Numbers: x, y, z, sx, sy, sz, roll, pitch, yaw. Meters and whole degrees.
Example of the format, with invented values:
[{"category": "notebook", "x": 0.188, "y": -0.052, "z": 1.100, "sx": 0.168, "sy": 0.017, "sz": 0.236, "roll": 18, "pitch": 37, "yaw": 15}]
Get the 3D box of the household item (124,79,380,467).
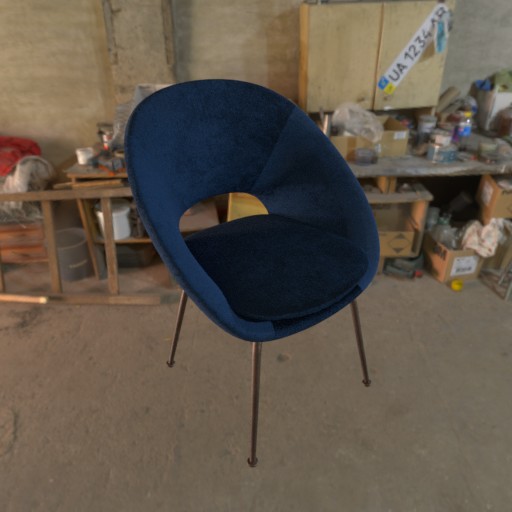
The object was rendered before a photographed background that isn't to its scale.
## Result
[{"category": "household item", "x": 0.000, "y": 0.000, "z": 1.231, "sx": 0.623, "sy": 0.852, "sz": 0.573, "roll": -21, "pitch": 37, "yaw": -31}]
